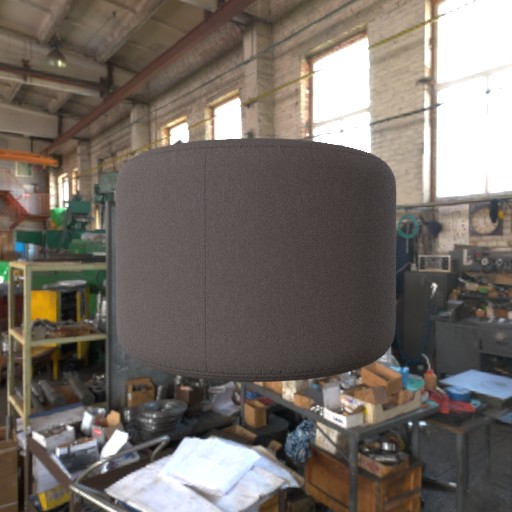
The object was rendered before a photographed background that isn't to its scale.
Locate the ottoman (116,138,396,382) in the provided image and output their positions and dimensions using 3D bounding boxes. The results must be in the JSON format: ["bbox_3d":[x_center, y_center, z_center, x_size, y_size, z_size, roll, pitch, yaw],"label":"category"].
[{"bbox_3d":[0.000,0.000,1.009,0.608,0.433,0.608,0,1,0],"label":"ottoman"}]
